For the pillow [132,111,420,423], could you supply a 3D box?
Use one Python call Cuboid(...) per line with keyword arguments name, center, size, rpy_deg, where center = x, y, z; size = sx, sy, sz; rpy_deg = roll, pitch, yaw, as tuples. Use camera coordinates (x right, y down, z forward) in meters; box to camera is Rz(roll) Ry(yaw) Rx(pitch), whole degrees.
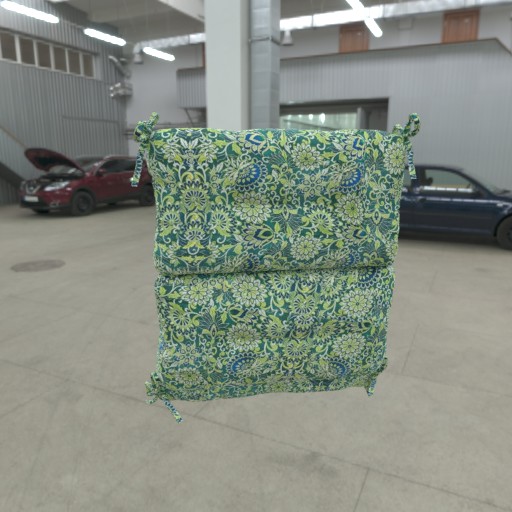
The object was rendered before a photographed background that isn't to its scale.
Cuboid(name="pillow", center=(0.000, 0.000, 1.041), size=(0.519, 0.605, 0.571), rpy_deg=(-2, 13, -9))
